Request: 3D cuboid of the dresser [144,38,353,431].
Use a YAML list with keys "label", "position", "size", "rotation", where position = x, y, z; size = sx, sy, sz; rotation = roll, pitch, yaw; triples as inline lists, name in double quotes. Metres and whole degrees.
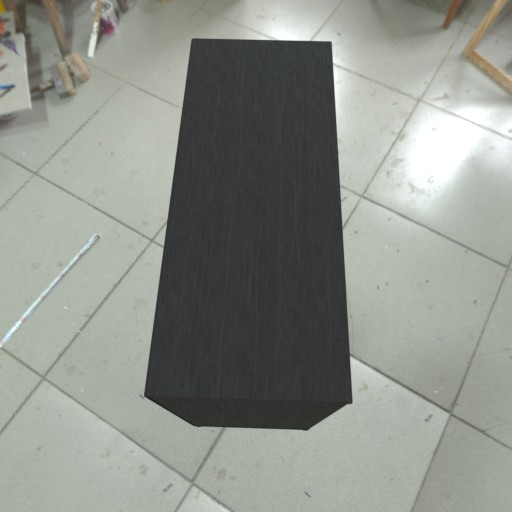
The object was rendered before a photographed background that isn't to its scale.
- label: "dresser"
  position: [0.000, 0.000, 1.434]
  size: [0.404, 0.816, 0.994]
  rotation: [2, 65, 1]
